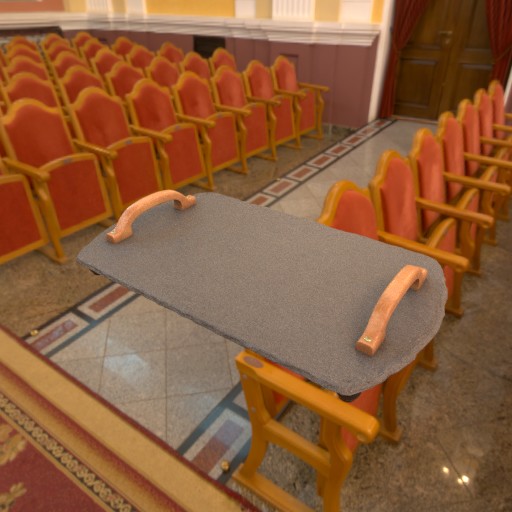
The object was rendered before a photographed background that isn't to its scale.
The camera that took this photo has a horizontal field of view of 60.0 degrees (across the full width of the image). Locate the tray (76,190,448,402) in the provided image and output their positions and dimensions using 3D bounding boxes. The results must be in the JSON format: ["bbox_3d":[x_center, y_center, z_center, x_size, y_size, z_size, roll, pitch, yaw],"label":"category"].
[{"bbox_3d":[0.000,0.000,0.475,0.387,0.062,0.231,20,36,30],"label":"tray"}]
